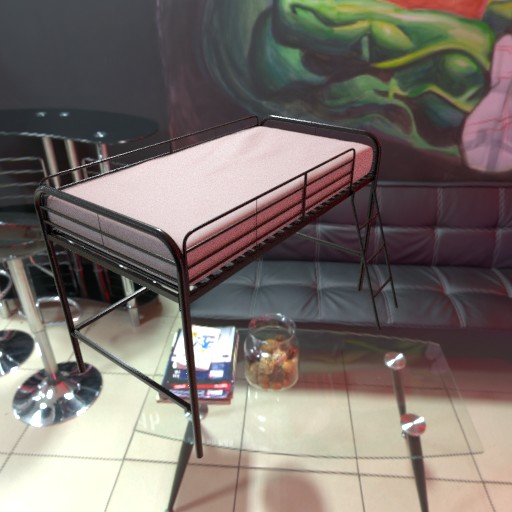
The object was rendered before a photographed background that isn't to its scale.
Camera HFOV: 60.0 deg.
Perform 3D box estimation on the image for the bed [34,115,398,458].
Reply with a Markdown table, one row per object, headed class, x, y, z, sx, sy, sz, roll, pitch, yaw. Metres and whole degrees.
| class | x | y | z | sx | sy | sz | roll | pitch | yaw |
| --- | --- | --- | --- | --- | --- | --- | --- | --- | --- |
| bed | 0.000 | 0.000 | 2.855 | 1.393 | 1.289 | 1.968 | 20 | 35 | 31 |
